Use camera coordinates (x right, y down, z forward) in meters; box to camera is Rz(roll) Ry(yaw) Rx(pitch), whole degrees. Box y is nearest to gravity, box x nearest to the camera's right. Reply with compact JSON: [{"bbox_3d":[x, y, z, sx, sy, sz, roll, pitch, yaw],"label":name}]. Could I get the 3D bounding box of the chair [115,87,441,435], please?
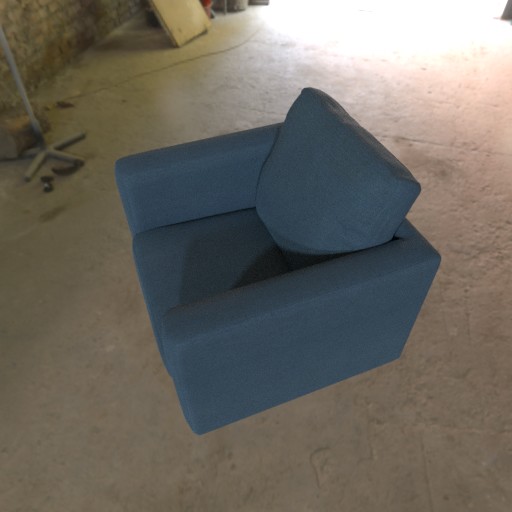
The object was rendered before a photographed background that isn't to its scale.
[{"bbox_3d":[0.000,0.000,1.575,0.820,0.922,0.855,-16,49,-14],"label":"chair"}]
